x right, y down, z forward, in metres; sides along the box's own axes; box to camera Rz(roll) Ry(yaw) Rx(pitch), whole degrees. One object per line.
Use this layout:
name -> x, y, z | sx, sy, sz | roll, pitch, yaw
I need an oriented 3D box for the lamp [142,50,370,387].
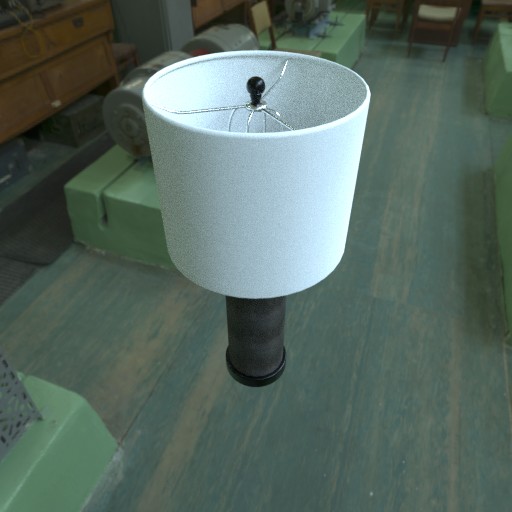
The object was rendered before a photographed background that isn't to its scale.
lamp -> 0.000, 0.000, 0.800 | 0.305, 0.634, 0.305 | 12, 42, 14
